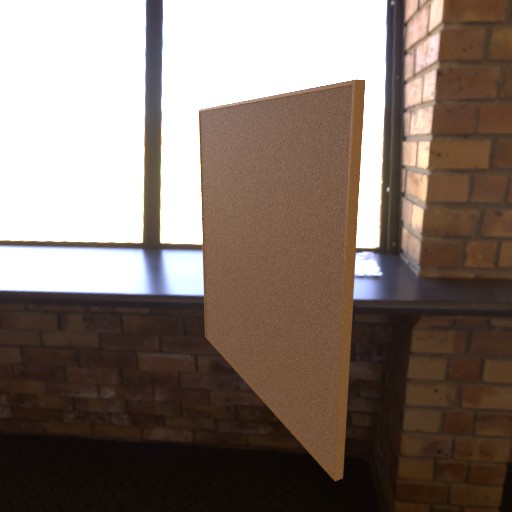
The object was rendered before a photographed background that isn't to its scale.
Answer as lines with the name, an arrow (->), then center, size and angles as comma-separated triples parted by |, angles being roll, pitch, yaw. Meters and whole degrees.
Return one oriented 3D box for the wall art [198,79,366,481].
wall art -> 0.000, 0.000, 0.679 | 0.013, 0.455, 0.457 | -7, 16, -25
